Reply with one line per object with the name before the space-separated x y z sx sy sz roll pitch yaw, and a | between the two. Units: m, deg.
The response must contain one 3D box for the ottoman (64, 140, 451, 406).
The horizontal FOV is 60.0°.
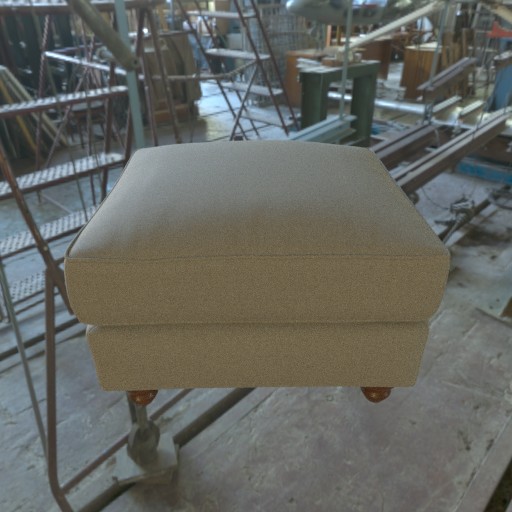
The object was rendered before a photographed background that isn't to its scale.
ottoman | 0.000 0.000 1.136 0.716 0.505 0.662 0 31 -1
